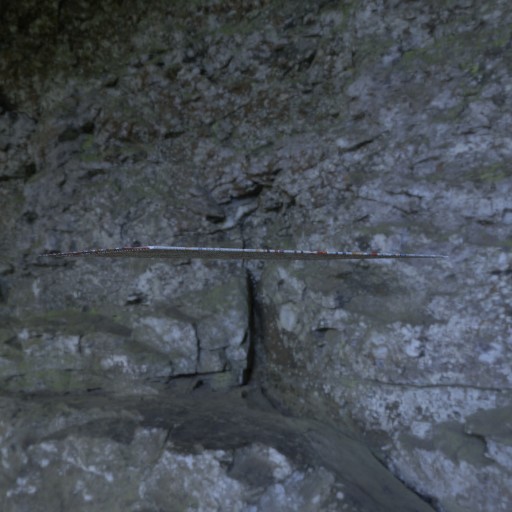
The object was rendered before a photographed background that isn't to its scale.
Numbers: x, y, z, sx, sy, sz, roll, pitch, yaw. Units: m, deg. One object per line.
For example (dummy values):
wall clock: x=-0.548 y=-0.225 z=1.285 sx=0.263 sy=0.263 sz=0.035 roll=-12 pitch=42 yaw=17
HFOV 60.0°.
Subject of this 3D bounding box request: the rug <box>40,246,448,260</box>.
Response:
rug: x=0.000 y=0.000 z=2.500 sx=1.997 sy=0.010 sz=1.218 roll=1 pitch=-2 yaw=-38
